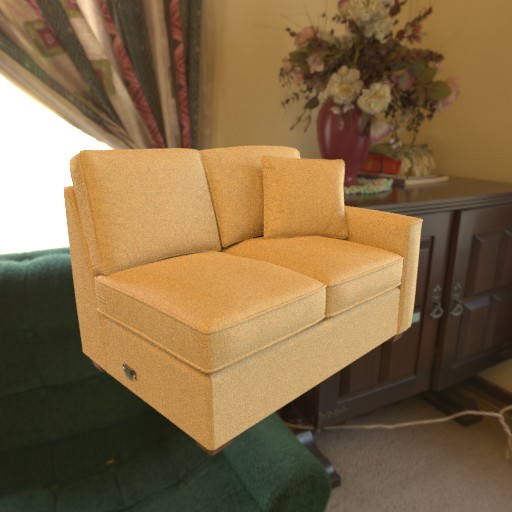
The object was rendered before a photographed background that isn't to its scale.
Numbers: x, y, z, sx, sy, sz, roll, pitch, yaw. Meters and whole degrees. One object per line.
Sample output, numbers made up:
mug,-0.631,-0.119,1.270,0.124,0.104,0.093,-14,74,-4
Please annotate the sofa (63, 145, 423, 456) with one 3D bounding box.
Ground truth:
sofa,0.000,0.000,2.076,1.388,0.989,0.991,-15,22,-42
